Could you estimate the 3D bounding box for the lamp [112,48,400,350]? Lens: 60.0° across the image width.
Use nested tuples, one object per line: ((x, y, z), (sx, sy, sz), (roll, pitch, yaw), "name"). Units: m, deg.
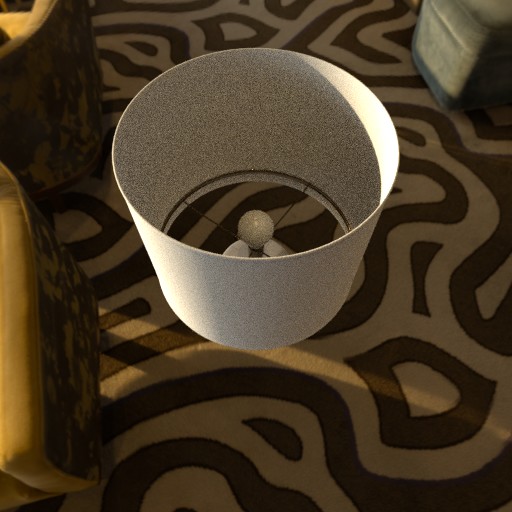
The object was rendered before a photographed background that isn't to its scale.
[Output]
((0.000, 0.000, 0.521), (0.229, 0.380, 0.229), (0, 60, 0), "lamp")
